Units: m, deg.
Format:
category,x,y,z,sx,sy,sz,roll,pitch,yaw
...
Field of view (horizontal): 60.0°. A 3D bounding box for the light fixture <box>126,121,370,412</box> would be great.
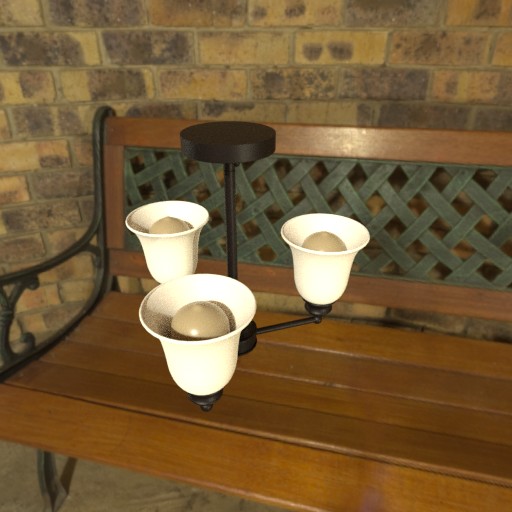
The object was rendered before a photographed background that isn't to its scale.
category,x,y,z,sx,sy,sz,roll,pitch,yaw
light fixture,0.000,0.000,0.657,0.354,0.370,0.388,-9,31,-15
